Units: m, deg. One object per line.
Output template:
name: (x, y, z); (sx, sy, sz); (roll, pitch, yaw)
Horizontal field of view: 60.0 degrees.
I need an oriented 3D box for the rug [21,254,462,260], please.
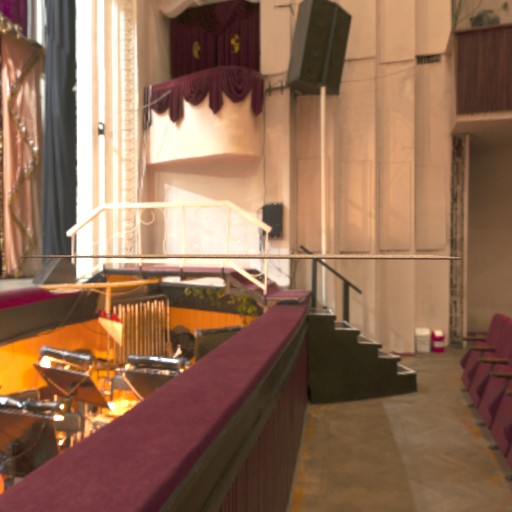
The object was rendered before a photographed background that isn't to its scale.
rug: (0.000, 0.000, 2.888); (2.238, 0.008, 1.593); (0, 1, 17)
